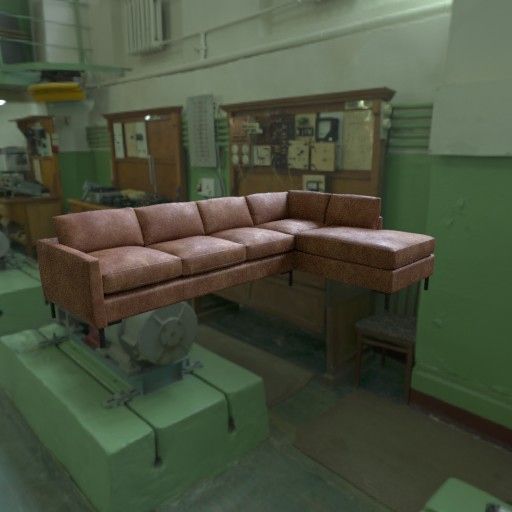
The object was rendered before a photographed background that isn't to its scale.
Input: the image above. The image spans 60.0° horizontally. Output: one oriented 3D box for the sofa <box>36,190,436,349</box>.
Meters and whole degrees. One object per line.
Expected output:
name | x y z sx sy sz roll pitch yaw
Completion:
sofa | 0.000 0.000 3.871 1.938 0.877 2.984 13 19 43
